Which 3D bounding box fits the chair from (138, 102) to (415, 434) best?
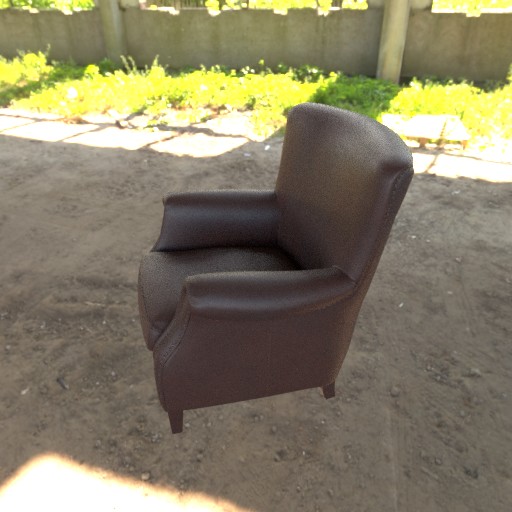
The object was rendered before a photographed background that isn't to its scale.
[{"bbox_3d":[0.000,0.000,1.382,0.746,0.800,0.700,-8,31,-13],"label":"chair"}]
